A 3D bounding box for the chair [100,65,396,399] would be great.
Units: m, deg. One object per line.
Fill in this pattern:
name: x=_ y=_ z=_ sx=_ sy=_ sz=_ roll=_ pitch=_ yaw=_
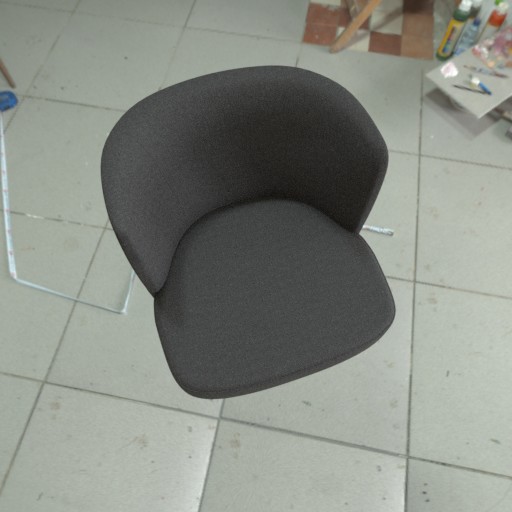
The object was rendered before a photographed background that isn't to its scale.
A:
chair: x=0.000 y=0.000 z=1.251 sx=0.639 sy=0.695 sz=0.698 roll=-17 pitch=65 yaw=-8
